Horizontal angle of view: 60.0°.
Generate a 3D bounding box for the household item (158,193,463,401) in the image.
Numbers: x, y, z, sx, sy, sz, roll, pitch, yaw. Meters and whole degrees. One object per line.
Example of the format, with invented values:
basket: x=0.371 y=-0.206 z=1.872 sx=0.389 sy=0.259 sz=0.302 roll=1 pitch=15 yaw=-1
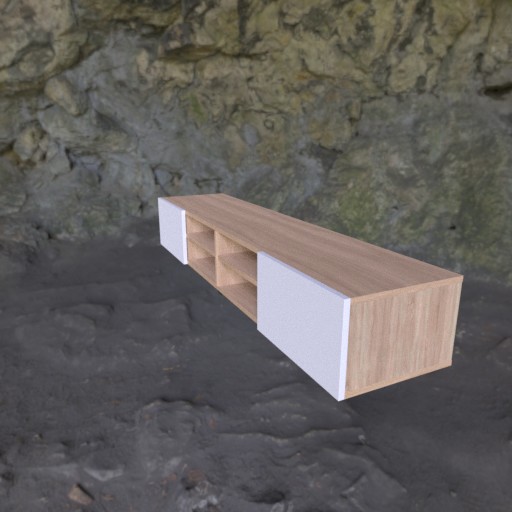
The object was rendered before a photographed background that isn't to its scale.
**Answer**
household item: x=0.000 y=0.000 z=2.024 sx=0.420 sy=0.310 sz=1.850 roll=-8 pitch=18 yaw=-25
